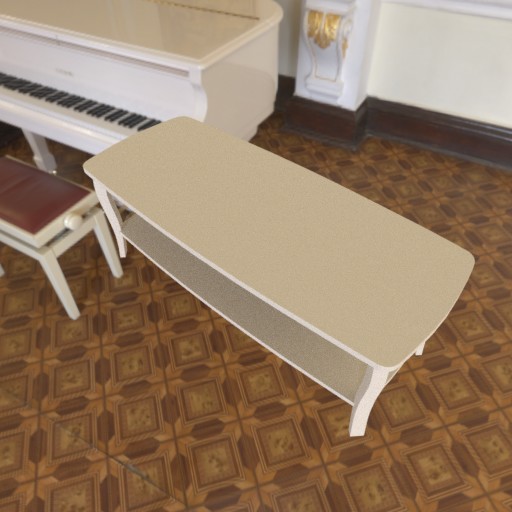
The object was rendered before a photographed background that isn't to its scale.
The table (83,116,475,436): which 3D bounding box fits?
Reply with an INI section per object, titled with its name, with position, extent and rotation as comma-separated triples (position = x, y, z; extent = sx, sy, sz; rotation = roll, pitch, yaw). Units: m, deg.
[table]
position = 0.000, 0.000, 1.629
extent = 1.334, 0.474, 0.561
rotation = 32, 53, 28
